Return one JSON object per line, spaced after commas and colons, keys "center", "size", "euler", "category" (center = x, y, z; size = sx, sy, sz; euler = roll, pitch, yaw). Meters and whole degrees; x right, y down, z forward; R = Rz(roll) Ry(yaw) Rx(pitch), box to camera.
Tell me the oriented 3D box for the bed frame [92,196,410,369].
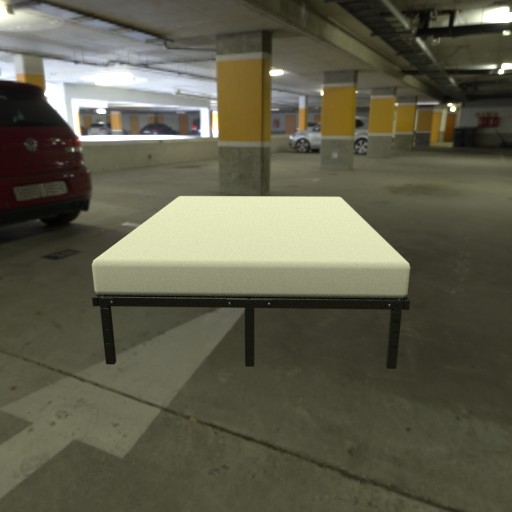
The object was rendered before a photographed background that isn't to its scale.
{"center": [0.000, 0.000, 3.921], "size": [2.205, 0.680, 2.842], "euler": [2, 16, 9], "category": "bed frame"}
